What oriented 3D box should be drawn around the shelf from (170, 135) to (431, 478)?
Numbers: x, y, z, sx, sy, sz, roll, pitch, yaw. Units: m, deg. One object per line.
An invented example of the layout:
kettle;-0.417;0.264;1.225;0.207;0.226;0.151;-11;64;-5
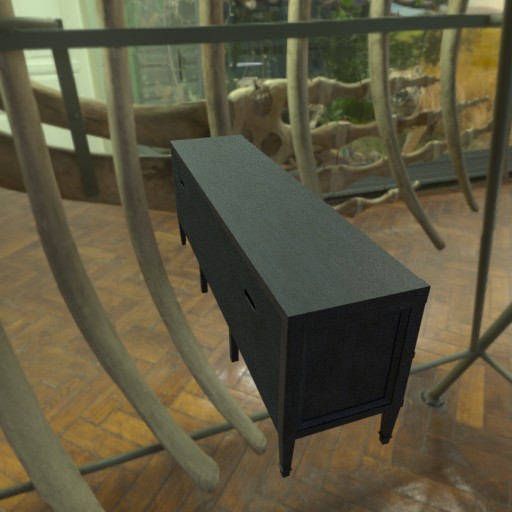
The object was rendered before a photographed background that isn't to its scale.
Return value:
shelf;0.000;0.000;2.207;0.471;0.715;1.878;-10;31;-17
